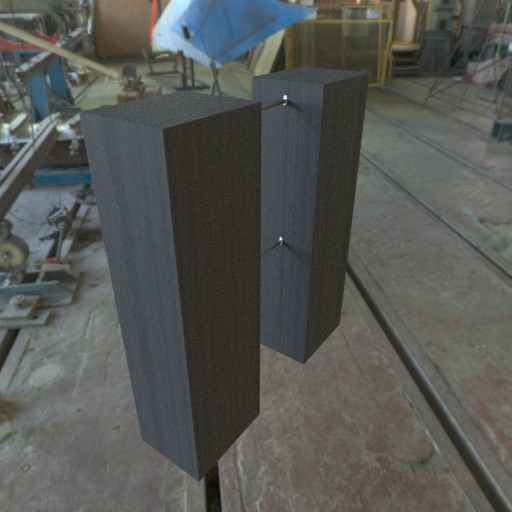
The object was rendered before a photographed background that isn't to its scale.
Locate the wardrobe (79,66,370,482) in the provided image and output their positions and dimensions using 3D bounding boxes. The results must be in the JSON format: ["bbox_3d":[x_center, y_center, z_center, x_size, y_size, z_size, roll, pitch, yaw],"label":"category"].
[{"bbox_3d":[0.000,0.000,2.782,0.480,2.000,1.770,20,35,31],"label":"wardrobe"}]
